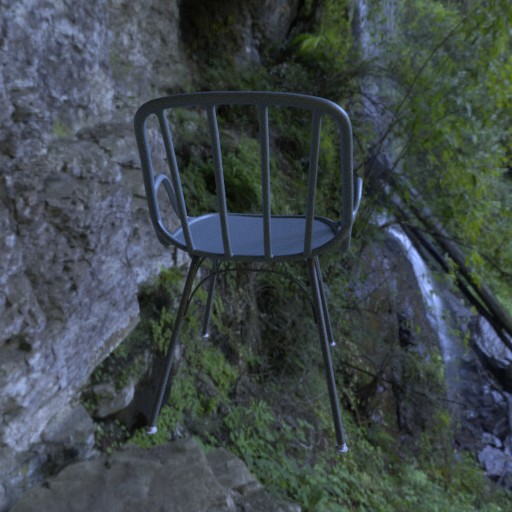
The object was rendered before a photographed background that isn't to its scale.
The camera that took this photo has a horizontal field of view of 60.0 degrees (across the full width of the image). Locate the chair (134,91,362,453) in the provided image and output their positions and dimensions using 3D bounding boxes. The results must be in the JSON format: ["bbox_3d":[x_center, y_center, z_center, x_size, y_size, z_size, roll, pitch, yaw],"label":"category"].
[{"bbox_3d":[0.000,0.000,1.209,0.549,0.816,0.597,2,18,7],"label":"chair"}]
